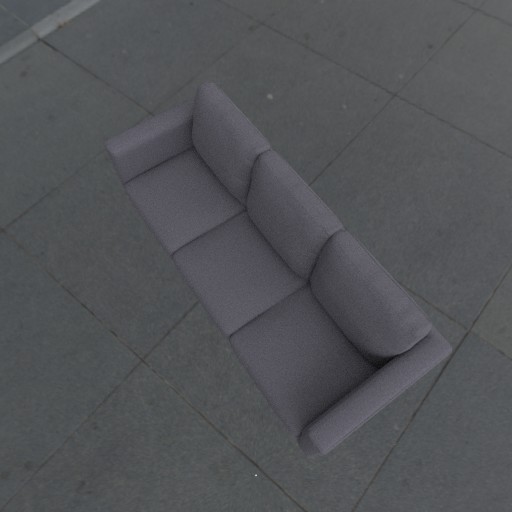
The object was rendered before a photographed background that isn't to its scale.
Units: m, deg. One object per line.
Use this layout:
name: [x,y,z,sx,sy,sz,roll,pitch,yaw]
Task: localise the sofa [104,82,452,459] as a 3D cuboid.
sofa: [0.000,0.000,2.499,0.802,0.912,2.029,-32,68,-15]
